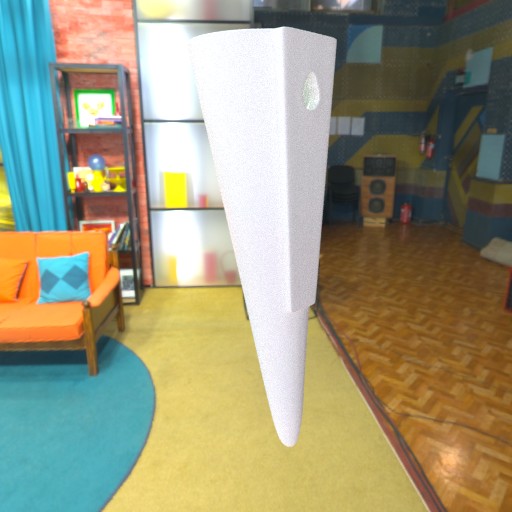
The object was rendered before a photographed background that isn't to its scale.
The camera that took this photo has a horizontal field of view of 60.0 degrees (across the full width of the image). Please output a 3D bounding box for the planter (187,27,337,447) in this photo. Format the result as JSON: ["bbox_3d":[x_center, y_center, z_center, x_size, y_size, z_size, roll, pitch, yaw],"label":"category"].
[{"bbox_3d":[0.000,0.000,0.220,0.057,0.193,0.064,-15,21,-42],"label":"planter"}]
